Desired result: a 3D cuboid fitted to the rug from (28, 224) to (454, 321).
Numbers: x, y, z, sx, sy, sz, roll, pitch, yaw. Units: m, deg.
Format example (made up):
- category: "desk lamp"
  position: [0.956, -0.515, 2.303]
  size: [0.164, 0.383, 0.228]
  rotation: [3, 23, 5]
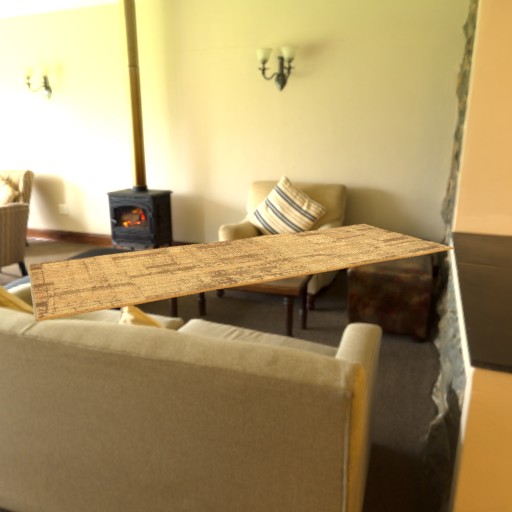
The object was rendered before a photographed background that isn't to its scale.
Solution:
- category: "rug"
  position: [0.000, 0.000, 2.602]
  size: [2.383, 0.018, 0.857]
  rotation: [-8, 17, -27]
